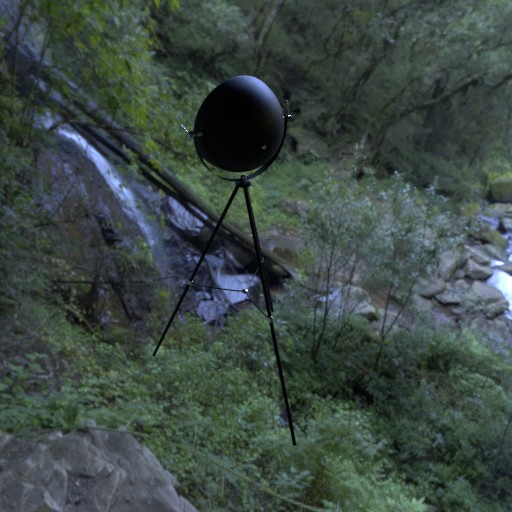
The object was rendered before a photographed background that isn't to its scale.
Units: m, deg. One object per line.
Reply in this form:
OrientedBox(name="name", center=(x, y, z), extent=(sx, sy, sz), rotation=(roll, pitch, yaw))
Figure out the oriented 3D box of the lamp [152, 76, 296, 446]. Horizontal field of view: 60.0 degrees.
OrientedBox(name="lamp", center=(0.000, 0.000, 2.013), extent=(0.817, 1.512, 0.920), rotation=(-18, 35, -28))
